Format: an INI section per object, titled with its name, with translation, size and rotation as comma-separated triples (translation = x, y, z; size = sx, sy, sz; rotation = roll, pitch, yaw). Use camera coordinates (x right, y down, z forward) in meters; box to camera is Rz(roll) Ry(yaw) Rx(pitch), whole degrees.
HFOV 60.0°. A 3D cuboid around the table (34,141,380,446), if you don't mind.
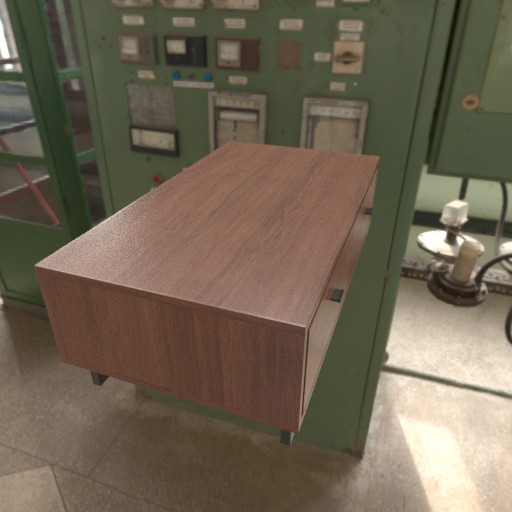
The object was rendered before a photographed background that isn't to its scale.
[table]
translation = 0.000, 0.000, 1.334
size = 0.600, 0.380, 1.020
rotation = 10, 31, 18
